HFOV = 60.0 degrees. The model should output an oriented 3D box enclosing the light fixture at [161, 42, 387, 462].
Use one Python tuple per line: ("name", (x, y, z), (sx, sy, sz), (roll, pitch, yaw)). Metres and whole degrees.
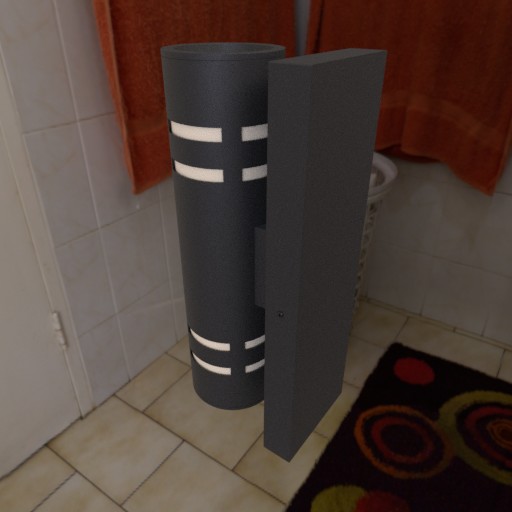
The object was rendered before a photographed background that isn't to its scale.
("light fixture", (0.000, 0.000, 0.390), (0.149, 0.330, 0.105), (20, 35, 31))
